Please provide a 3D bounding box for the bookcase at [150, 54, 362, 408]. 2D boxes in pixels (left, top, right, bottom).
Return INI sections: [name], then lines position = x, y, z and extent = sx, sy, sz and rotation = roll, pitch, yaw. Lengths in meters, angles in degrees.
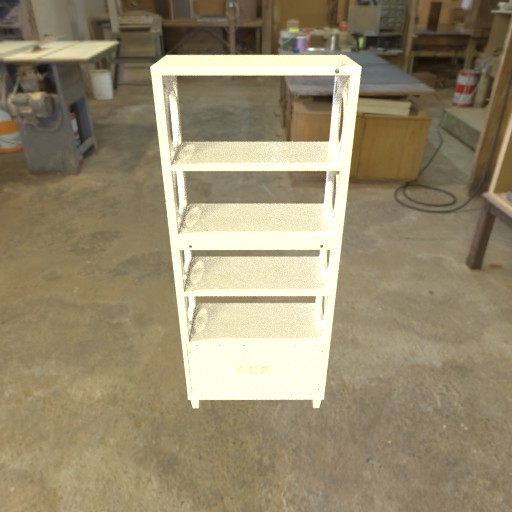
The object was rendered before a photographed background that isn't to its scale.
[bookcase]
position = 0.000, 0.000, 2.195
extent = 0.761, 1.869, 0.361
rotation = 0, 31, 0
